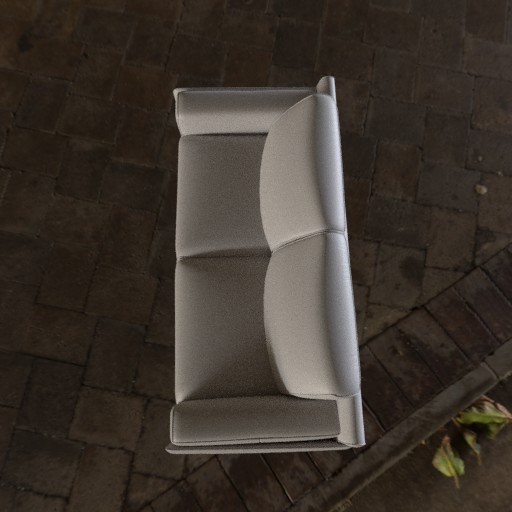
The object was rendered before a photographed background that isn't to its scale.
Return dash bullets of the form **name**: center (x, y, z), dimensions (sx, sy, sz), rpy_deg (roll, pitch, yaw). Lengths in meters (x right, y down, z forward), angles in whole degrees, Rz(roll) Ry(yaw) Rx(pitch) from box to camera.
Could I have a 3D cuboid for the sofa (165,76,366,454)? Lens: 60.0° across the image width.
- **sofa**: center (0.000, 0.000, 2.574), dimensions (1.049, 0.930, 2.101), rpy_deg (-2, 76, 0)
